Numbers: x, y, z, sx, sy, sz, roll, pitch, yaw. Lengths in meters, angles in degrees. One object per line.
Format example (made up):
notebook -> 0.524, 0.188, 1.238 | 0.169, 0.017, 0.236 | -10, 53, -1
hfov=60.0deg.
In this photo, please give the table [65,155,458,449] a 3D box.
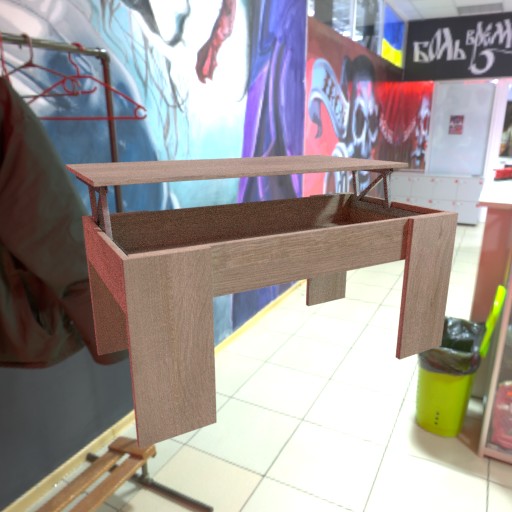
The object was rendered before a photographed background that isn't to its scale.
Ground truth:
table -> 0.000, 0.000, 1.433 | 1.000, 0.570, 0.711 | -9, 19, -28
